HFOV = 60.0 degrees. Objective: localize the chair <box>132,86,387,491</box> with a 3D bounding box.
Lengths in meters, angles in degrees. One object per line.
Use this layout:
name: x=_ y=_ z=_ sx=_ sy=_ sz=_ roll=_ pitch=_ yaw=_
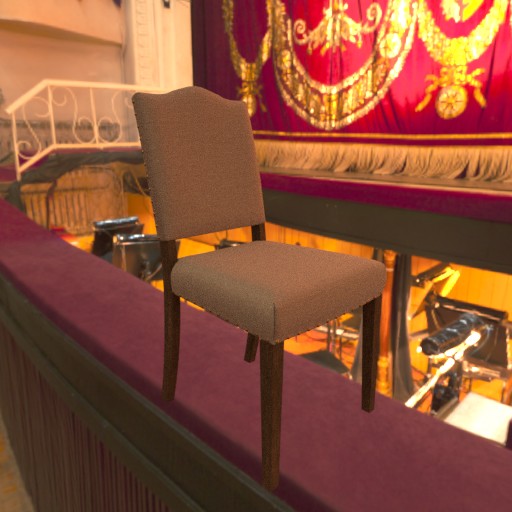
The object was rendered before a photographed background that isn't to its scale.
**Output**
chair: x=0.000 y=0.000 z=1.355 sx=0.620 sy=1.020 sz=0.508 roll=14 pitch=20 yaw=43
